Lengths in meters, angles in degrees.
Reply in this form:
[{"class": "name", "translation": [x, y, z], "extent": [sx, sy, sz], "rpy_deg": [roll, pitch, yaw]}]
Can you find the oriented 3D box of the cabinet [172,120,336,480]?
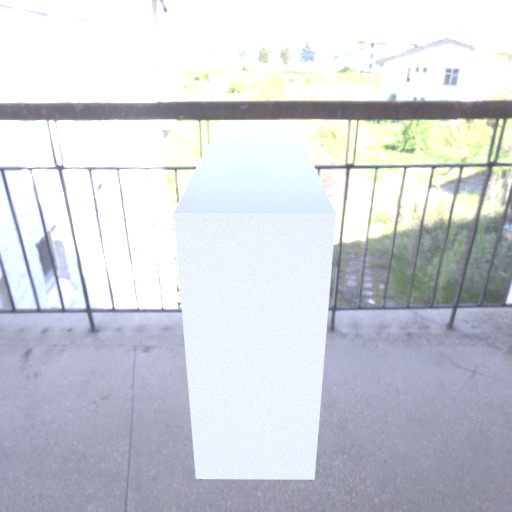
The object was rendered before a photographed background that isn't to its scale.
[{"class": "cabinet", "translation": [0.000, 0.000, 1.875], "extent": [0.380, 0.900, 1.450], "rpy_deg": [0, 25, 0]}]
